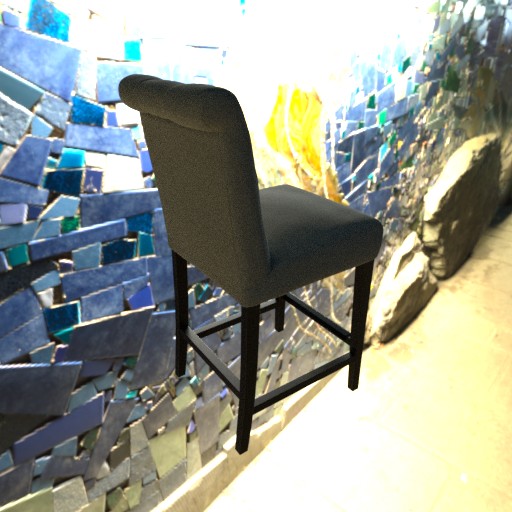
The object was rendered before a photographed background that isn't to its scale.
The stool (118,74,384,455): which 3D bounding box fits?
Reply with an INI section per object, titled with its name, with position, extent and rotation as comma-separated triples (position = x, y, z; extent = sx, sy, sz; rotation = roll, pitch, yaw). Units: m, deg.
[stool]
position = 0.000, 0.000, 1.368
extent = 0.601, 1.040, 0.493
rotation = -17, 31, -31
